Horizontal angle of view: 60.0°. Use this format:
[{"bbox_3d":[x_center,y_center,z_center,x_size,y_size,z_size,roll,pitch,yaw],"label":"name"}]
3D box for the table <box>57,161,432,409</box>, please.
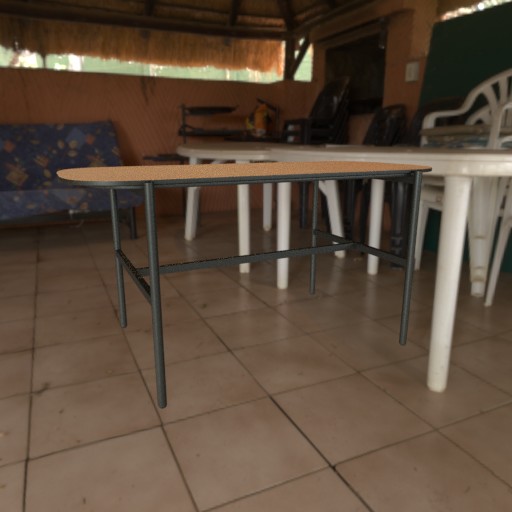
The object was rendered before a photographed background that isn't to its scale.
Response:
[{"bbox_3d":[0.000,0.000,1.025,0.800,0.400,0.400,-7,17,-25],"label":"table"}]
